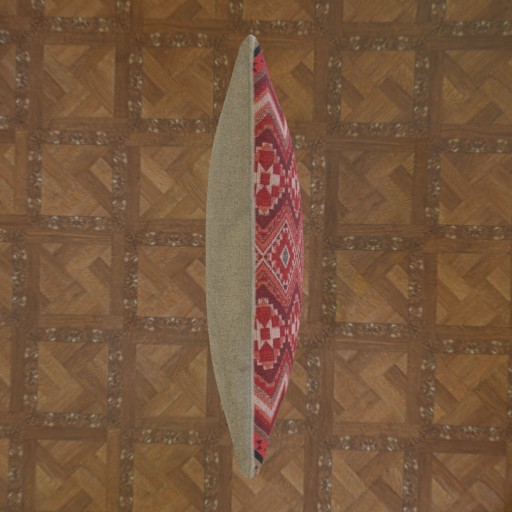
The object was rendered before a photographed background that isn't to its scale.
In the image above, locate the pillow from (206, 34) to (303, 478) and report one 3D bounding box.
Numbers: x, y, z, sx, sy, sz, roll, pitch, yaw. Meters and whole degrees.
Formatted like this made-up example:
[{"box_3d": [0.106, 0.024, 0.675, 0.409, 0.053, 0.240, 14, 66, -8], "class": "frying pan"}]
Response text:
[{"box_3d": [0.000, 0.000, 0.763, 0.158, 0.511, 0.513, 0, 91, 2], "class": "pillow"}]
